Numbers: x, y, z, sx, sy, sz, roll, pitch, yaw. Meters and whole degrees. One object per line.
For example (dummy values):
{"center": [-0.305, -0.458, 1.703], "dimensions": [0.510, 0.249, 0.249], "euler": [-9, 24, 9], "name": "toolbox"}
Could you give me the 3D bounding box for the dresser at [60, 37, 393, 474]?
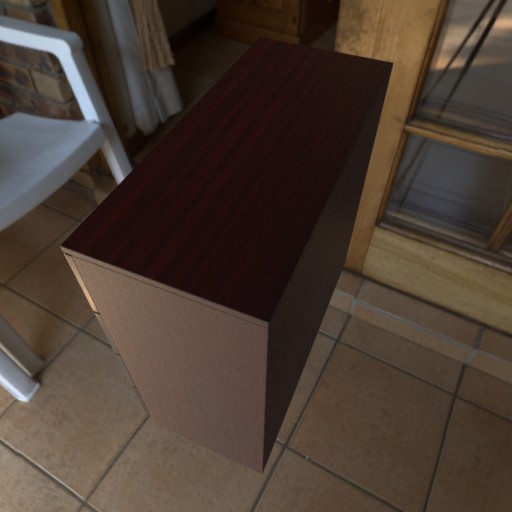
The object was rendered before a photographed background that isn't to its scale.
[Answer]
{"center": [0.000, 0.000, 1.109], "dimensions": [0.360, 0.720, 0.750], "euler": [18, 52, 15], "name": "dresser"}
